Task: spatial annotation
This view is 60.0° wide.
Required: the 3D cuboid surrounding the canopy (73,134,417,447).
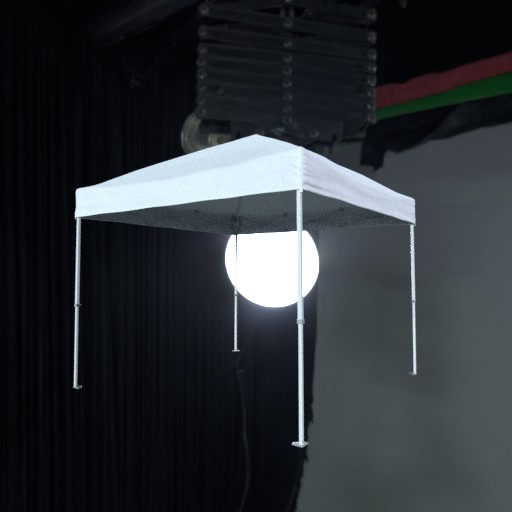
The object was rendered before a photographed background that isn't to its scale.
[{"bbox_3d":[0.000,0.000,5.403,2.996,2.997,2.998,-2,-3,36],"label":"canopy"}]
